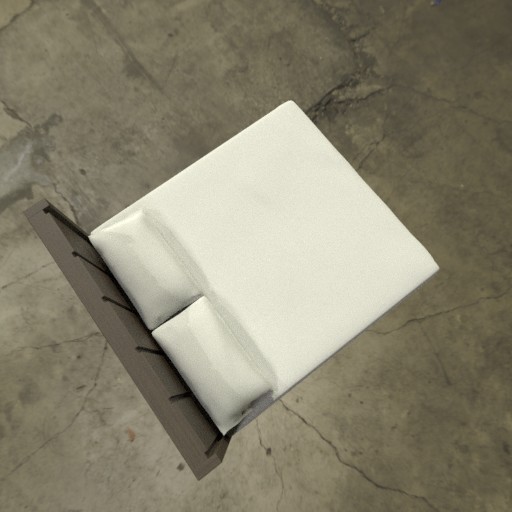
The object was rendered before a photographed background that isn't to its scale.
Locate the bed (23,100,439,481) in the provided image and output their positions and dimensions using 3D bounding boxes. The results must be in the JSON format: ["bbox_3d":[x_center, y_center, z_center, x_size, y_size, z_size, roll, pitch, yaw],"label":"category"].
[{"bbox_3d":[0.000,0.000,3.076,1.992,1.261,1.735,-36,78,-9],"label":"bed"}]
